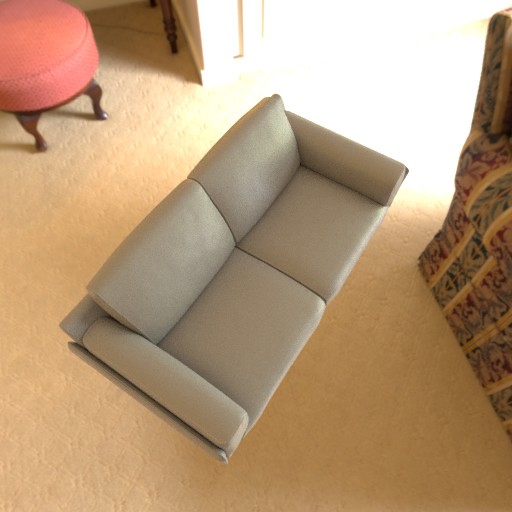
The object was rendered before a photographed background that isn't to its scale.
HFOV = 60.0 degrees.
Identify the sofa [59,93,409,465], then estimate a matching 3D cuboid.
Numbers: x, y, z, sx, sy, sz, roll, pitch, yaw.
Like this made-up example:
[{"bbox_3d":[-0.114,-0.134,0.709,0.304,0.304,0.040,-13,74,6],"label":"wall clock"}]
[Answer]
[{"bbox_3d":[0.000,0.000,2.692,1.049,0.930,2.101,30,65,16],"label":"sofa"}]
